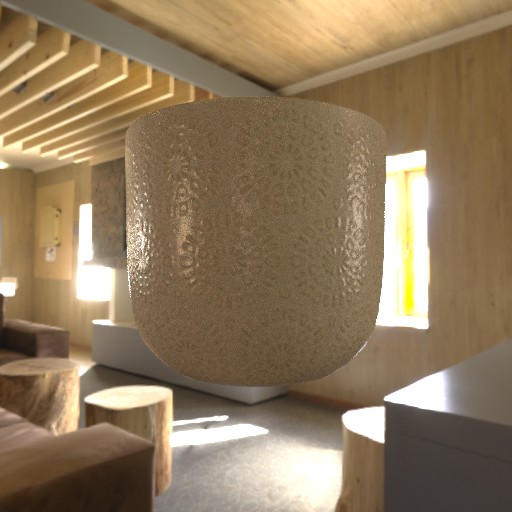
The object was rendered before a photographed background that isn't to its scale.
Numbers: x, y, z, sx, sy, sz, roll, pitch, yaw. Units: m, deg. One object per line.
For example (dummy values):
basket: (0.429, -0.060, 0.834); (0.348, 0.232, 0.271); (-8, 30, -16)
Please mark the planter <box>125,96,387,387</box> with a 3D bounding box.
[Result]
planter: (0.000, 0.000, 0.299); (0.170, 0.152, 0.170); (0, -2, 0)
